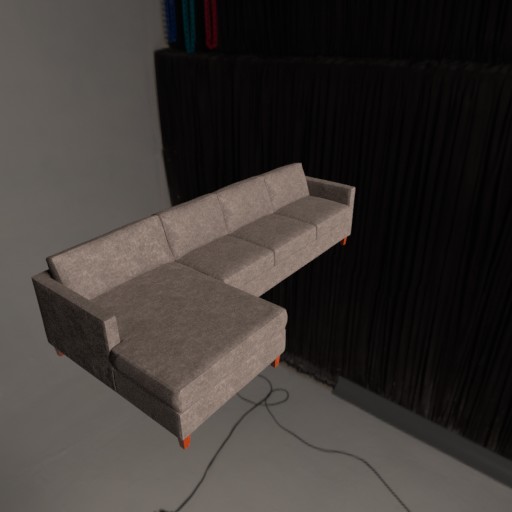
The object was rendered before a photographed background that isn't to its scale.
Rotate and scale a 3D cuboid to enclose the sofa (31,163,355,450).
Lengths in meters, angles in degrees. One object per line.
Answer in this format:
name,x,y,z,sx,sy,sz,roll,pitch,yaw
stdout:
sofa,0.000,0.000,4.197,1.606,0.954,3.471,20,33,33
